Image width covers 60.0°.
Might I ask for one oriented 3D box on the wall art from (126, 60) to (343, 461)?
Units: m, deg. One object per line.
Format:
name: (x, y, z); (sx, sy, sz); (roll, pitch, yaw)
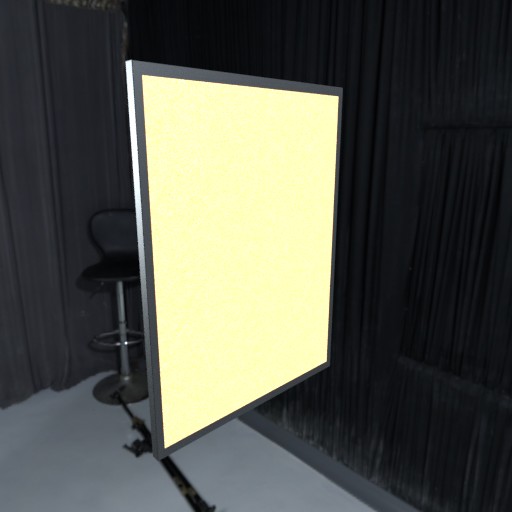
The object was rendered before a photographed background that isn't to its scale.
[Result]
wall art: (0.000, 0.000, 1.363); (0.774, 1.027, 0.030); (-14, 20, -42)
